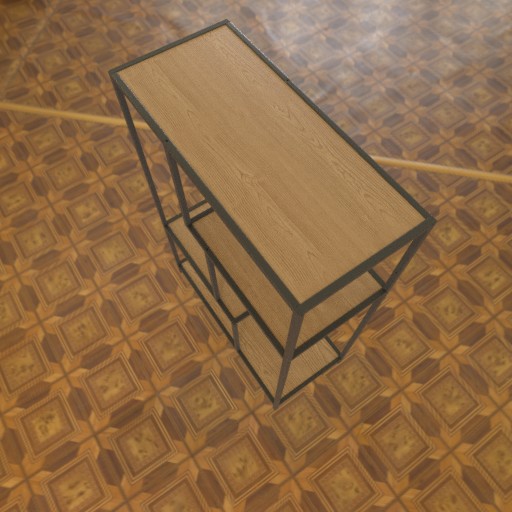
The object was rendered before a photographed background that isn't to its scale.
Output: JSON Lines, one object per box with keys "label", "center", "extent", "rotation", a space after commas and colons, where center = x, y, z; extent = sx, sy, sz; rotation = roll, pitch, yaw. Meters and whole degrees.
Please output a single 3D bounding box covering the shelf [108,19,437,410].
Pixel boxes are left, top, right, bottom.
{"label": "shelf", "center": [0.000, 0.000, 1.491], "extent": [0.350, 1.138, 0.770], "rotation": [-32, 67, -15]}
